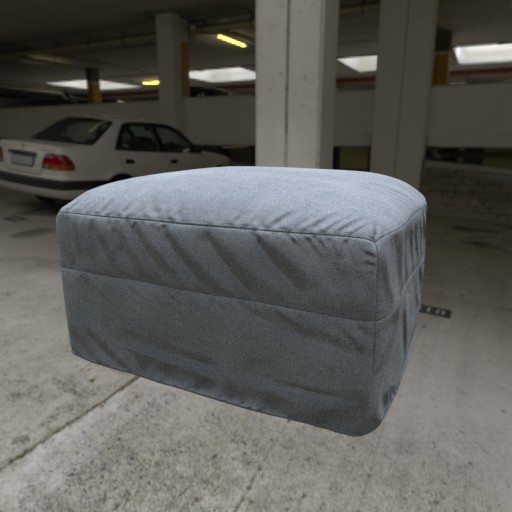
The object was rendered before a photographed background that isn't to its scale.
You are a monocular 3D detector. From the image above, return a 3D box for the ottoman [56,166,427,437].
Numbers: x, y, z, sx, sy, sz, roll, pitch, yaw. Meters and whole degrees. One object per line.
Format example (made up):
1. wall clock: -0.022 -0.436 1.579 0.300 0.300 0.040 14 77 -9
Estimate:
1. ottoman: 0.000 0.000 1.221 0.837 0.481 0.683 7 17 26
